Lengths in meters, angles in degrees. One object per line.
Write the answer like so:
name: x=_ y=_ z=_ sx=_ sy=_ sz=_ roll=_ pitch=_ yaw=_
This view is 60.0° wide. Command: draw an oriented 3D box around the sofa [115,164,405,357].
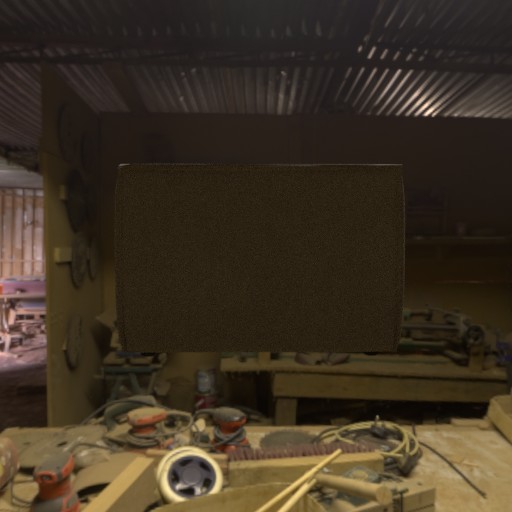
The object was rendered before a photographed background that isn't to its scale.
sofa: x=0.000 y=0.000 z=2.482 sx=1.038 sy=0.680 sz=1.995 roll=0 pitch=1 yaw=-1
